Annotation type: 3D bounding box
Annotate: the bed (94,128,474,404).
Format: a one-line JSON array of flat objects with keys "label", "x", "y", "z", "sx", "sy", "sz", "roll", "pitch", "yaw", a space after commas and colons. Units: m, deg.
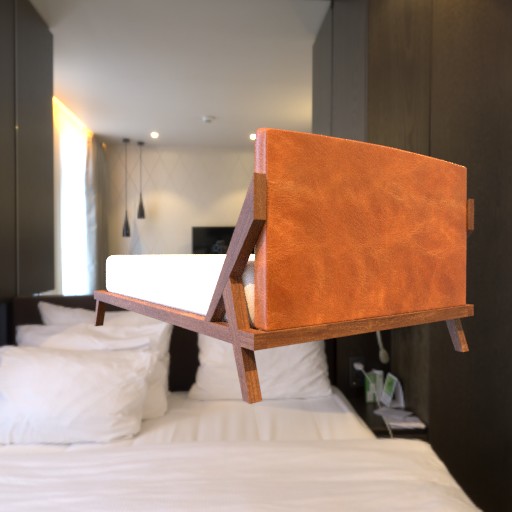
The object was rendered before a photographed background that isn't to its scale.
[{"label": "bed", "x": 0.000, "y": 0.000, "z": 3.195, "sx": 1.651, "sy": 1.168, "sz": 2.311, "roll": -1, "pitch": 1, "yaw": -35}]
